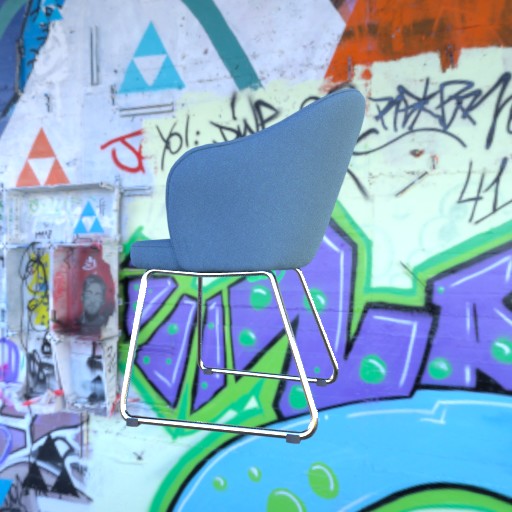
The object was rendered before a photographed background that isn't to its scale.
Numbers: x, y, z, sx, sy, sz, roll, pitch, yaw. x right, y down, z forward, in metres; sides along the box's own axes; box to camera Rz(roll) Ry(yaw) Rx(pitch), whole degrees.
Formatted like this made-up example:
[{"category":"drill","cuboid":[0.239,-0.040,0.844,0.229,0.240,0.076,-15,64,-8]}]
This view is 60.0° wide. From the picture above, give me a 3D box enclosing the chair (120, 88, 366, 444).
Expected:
[{"category":"chair","cuboid":[0.000,0.000,1.224,0.585,0.815,0.570,0,1,17]}]
